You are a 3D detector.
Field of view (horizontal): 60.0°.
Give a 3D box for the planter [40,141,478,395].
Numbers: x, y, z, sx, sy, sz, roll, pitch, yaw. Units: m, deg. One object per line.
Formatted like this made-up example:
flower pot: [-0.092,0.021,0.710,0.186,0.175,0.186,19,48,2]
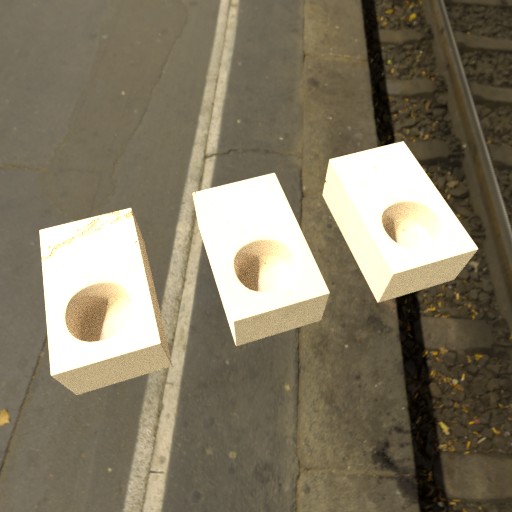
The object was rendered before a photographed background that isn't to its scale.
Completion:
planter: [0.000,0.000,0.381,0.333,0.051,0.127,-15,59,-9]
